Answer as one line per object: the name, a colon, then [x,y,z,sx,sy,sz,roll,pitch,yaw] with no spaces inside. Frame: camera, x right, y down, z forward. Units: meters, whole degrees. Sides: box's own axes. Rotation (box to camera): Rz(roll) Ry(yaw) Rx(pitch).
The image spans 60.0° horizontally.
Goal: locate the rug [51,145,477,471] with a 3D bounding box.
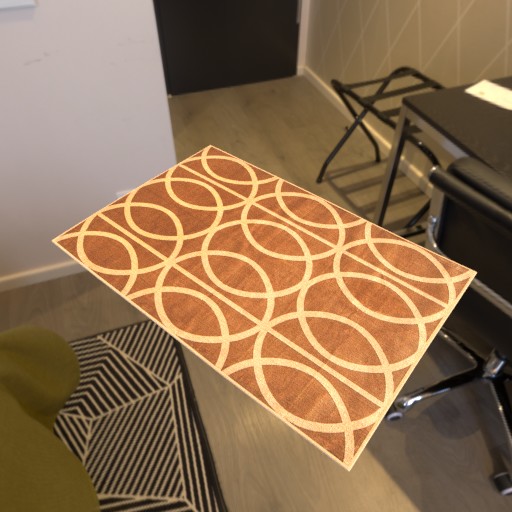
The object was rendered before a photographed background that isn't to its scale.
rug: [0.000,0.000,2.839,2.290,0.014,1.526,31,53,26]
